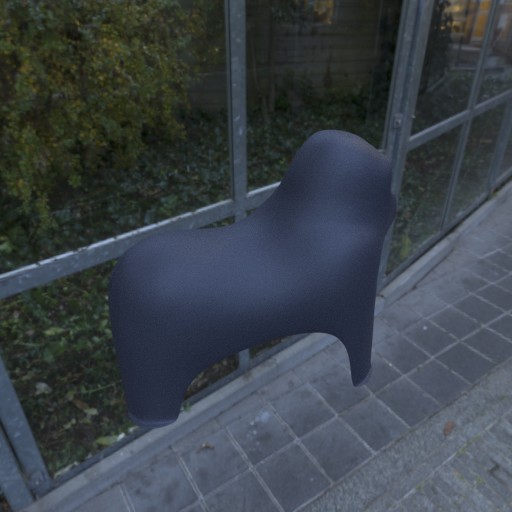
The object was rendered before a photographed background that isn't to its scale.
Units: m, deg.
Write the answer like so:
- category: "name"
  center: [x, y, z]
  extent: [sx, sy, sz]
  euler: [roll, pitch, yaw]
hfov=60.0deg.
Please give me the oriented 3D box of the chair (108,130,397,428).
- category: "chair"
  center: [0.000, 0.000, 1.138]
  extent: [0.758, 0.600, 0.490]
  euler: [-11, 32, -17]
